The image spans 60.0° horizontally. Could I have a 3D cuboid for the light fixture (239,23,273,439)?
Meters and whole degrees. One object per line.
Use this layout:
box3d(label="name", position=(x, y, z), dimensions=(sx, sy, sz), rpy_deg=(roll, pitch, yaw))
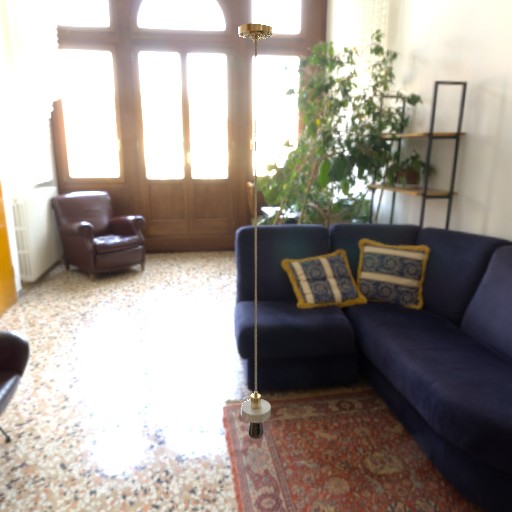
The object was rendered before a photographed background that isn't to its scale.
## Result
box3d(label="light fixture", position=(0.000, 0.000, 1.772), dimensions=(0.129, 1.669, 0.129), rpy_deg=(-13, 19, -43))
